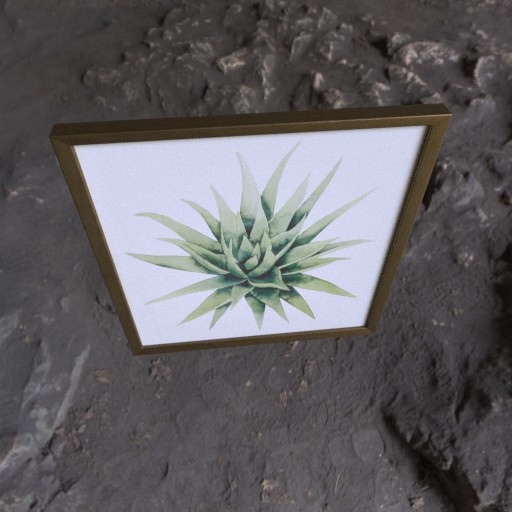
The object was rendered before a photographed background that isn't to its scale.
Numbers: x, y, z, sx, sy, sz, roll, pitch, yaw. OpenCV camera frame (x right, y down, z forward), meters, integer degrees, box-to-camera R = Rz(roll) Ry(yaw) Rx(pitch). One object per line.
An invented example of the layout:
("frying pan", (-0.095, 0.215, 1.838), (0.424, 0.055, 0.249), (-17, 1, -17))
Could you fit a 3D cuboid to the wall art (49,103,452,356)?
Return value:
("wall art", (0.000, 0.000, 0.744), (0.503, 0.506, 0.030), (-4, 47, -4))
